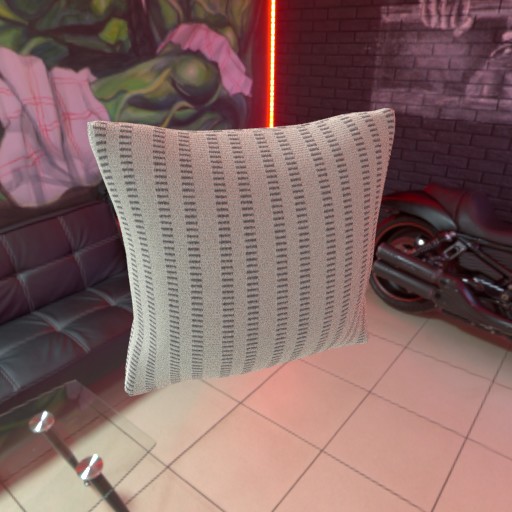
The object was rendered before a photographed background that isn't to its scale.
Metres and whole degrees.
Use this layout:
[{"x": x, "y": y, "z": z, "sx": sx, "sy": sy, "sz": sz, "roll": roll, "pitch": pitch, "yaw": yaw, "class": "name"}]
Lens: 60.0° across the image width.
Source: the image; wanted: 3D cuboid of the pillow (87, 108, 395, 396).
[{"x": 0.000, "y": 0.000, "z": 0.679, "sx": 0.438, "sy": 0.419, "sz": 0.247, "roll": -8, "pitch": 26, "yaw": -17, "class": "pillow"}]
